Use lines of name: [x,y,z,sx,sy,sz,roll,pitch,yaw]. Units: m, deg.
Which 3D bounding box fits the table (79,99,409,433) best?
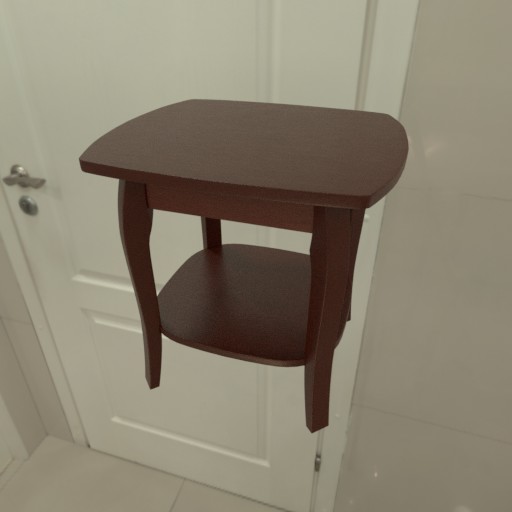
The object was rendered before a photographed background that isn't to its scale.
table: [0.000,0.000,0.889,0.502,0.496,0.433,10,34,15]
